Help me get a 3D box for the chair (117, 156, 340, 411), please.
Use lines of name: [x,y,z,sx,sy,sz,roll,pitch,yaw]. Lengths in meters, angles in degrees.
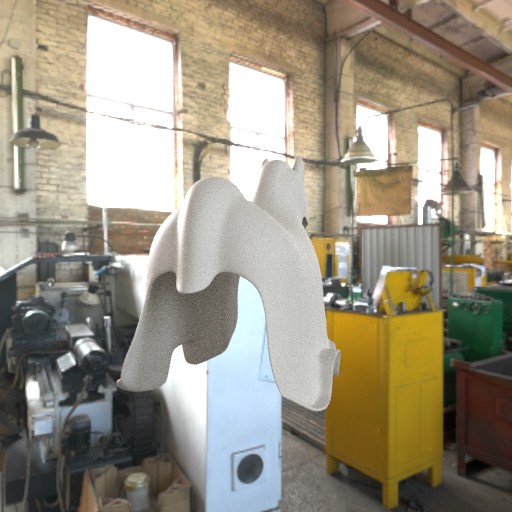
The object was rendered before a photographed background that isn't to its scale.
chair: [0.000,0.000,1.132,0.429,0.612,0.800,0,1,18]
